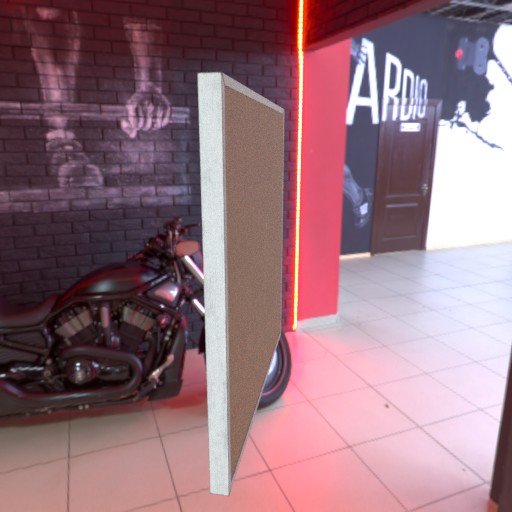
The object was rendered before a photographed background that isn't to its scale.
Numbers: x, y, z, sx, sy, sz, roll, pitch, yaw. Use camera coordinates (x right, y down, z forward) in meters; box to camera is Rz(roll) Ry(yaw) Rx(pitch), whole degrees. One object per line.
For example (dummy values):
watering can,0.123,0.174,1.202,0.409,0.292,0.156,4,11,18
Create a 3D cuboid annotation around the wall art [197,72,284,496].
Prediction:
wall art,0.000,0.000,1.125,0.038,0.762,0.762,3,14,10
